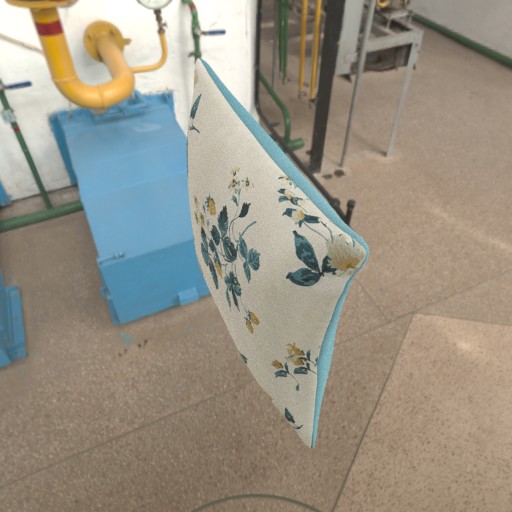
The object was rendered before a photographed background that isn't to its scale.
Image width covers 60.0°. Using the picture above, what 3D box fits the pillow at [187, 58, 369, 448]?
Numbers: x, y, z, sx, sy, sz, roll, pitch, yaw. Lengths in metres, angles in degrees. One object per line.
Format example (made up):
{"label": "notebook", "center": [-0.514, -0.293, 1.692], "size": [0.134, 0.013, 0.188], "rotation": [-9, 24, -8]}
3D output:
{"label": "pillow", "center": [0.000, 0.000, 0.789], "size": [0.166, 0.507, 0.526], "rotation": [-18, 49, -16]}
